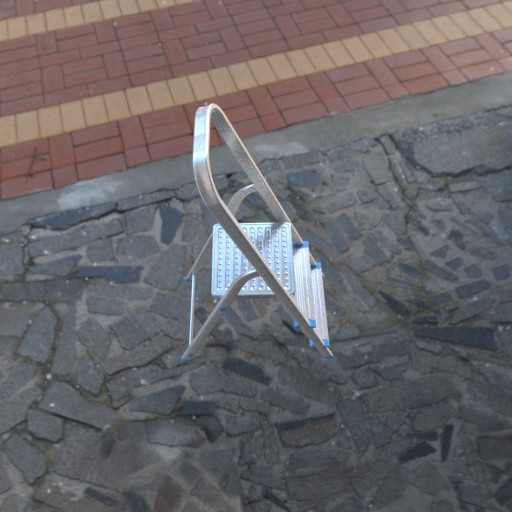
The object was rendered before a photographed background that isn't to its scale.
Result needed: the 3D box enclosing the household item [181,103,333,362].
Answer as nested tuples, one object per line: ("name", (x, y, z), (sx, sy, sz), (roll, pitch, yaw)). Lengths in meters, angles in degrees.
("household item", (0.000, 0.000, 1.559), (0.687, 1.215, 0.420), (-1, 62, -1))
